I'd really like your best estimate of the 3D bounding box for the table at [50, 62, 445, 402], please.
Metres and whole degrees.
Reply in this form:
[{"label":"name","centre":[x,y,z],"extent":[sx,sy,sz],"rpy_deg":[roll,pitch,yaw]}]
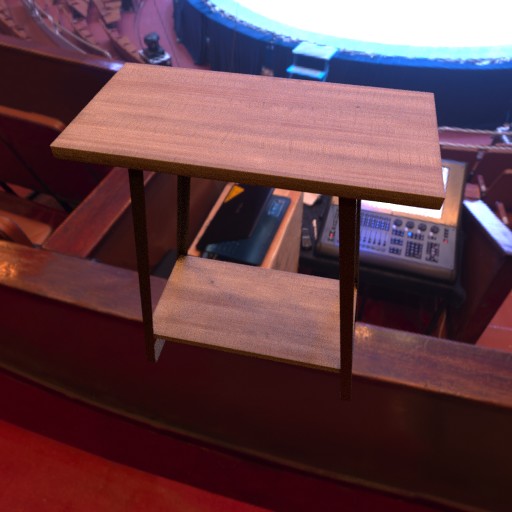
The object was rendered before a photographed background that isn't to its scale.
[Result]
[{"label":"table","centre":[0.000,0.000,1.011],"extent":[0.599,0.701,0.300],"rpy_deg":[9,48,8]}]
